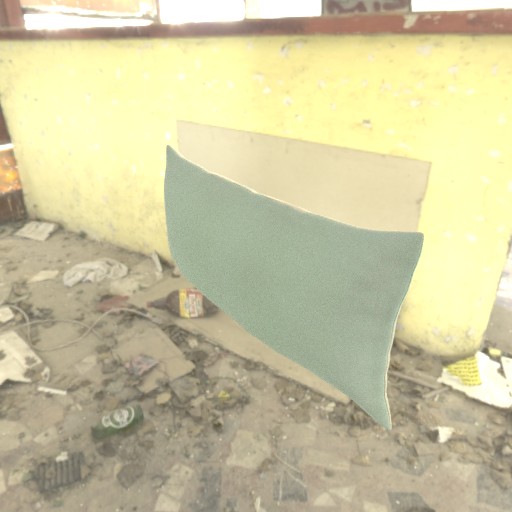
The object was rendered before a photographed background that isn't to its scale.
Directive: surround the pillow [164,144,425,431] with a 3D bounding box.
[{"bbox_3d":[0.000,0.000,0.753,0.151,0.287,0.610,-18,31,-32],"label":"pillow"}]
